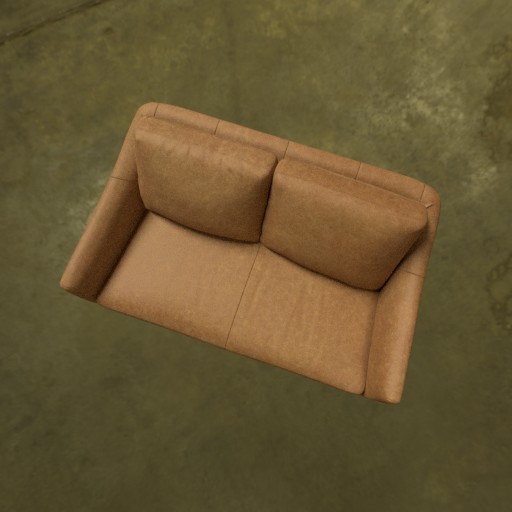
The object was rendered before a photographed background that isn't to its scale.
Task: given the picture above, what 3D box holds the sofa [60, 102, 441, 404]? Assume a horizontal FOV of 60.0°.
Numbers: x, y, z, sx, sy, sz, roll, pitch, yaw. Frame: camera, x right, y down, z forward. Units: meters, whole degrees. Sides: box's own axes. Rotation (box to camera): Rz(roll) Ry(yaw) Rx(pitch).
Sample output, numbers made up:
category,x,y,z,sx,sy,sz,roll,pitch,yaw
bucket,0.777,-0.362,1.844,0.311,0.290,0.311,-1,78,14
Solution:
category,x,y,z,sx,sy,sz,roll,pitch,yaw
sofa,0.000,0.000,2.211,1.619,0.902,0.960,18,76,5
